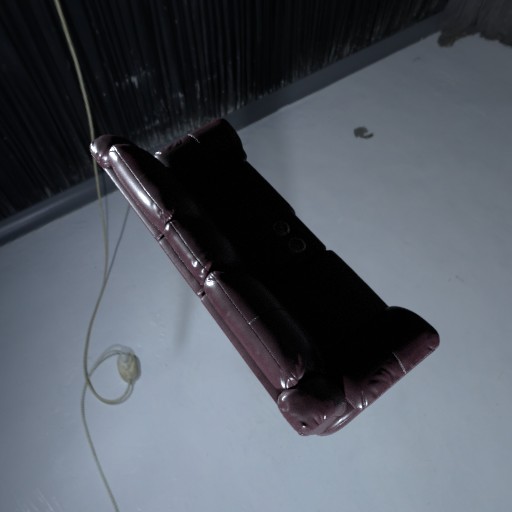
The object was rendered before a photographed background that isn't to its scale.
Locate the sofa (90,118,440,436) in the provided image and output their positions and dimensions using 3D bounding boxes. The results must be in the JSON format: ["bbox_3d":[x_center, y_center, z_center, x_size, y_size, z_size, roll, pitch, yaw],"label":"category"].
[{"bbox_3d":[0.000,0.000,2.635,0.991,1.043,2.058,-32,64,-18],"label":"sofa"}]
